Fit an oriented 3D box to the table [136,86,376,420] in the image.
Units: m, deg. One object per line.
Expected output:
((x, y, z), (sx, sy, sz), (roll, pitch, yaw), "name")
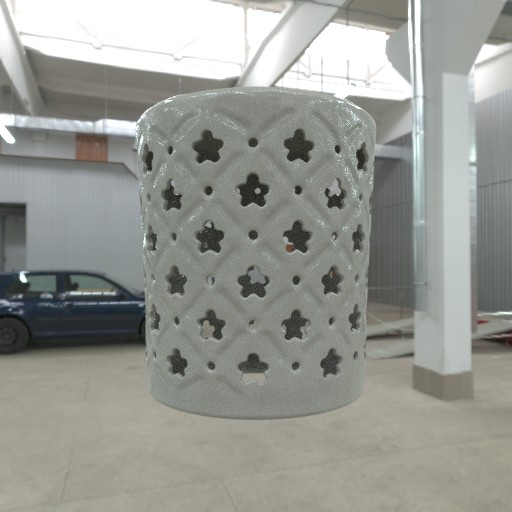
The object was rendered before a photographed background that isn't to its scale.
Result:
((0.000, 0.000, 0.669), (0.352, 0.387, 0.352), (0, -1, 0), "table")
